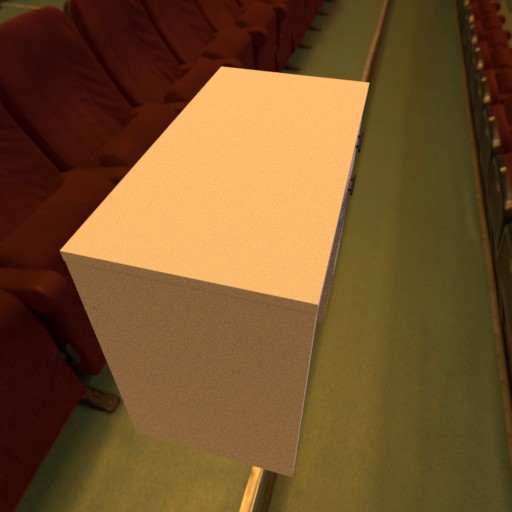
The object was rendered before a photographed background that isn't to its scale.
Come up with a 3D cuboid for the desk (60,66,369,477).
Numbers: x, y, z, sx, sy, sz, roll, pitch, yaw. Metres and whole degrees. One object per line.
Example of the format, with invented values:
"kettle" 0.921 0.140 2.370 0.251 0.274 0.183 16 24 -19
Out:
"desk" 0.000 0.000 1.313 0.482 0.730 0.898 11 45 11
